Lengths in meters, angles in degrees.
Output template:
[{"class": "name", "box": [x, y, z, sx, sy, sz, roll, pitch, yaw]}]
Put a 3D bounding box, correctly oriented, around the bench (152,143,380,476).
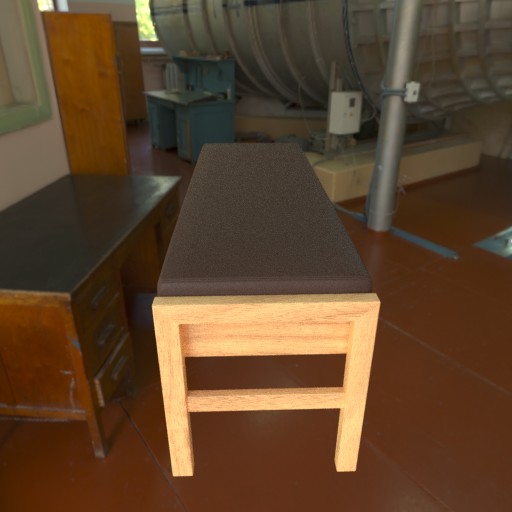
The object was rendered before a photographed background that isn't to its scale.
[{"class": "bench", "box": [0.000, 0.000, 1.409, 0.405, 0.480, 1.200, -1, 26, -2]}]
